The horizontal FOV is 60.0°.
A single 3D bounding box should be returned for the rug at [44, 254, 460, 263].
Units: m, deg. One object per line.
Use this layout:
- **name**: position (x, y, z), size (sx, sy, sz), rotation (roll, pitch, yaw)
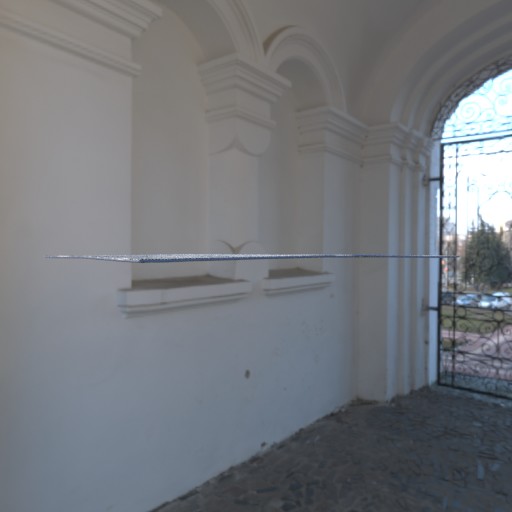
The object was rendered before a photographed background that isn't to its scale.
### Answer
- **rug**: position (0.000, 0.000, 3.028), size (2.349, 0.030, 1.624), rotation (0, 1, -37)
